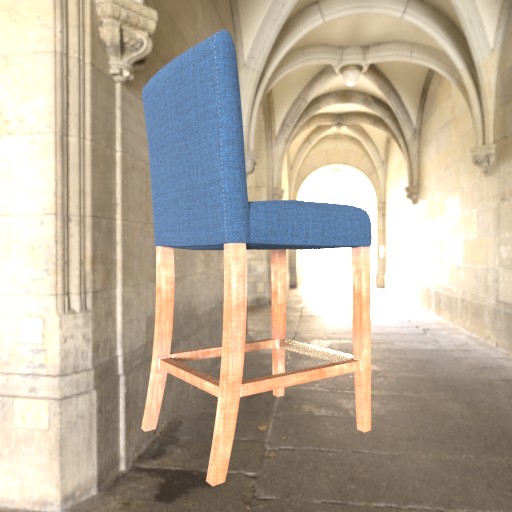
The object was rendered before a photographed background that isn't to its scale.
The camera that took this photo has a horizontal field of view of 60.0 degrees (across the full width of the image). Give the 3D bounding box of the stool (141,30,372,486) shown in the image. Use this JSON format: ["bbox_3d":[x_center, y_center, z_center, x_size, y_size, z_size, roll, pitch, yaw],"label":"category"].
[{"bbox_3d":[0.000,0.000,1.327,0.567,1.039,0.454,-1,1,-37],"label":"stool"}]
